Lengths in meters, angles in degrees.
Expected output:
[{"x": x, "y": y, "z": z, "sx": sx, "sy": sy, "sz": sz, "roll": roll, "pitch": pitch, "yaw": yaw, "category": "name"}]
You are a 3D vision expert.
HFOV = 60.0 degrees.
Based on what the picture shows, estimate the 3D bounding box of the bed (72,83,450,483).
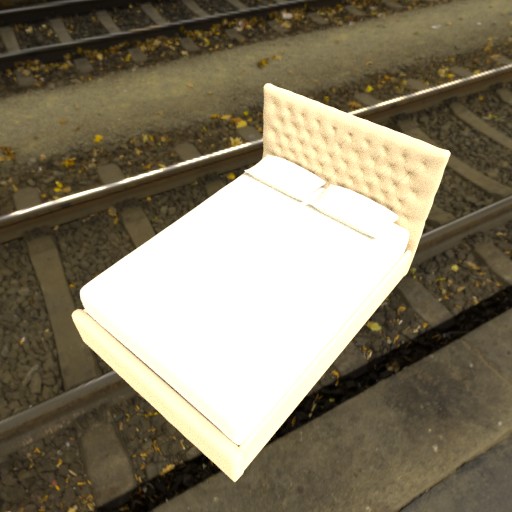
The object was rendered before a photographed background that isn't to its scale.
[{"x": 0.000, "y": 0.000, "z": 3.412, "sx": 1.698, "sy": 1.427, "sz": 2.387, "roll": 31, "pitch": 54, "yaw": 26, "category": "bed"}]
